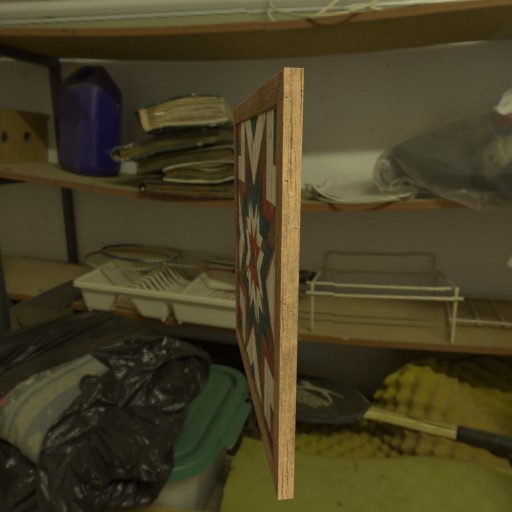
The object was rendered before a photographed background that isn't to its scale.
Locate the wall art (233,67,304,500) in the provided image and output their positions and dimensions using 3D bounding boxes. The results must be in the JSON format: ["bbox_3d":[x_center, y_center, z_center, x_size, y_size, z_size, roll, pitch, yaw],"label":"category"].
[{"bbox_3d":[0.000,0.000,1.012,0.029,0.691,0.695,-2,14,-8],"label":"wall art"}]
